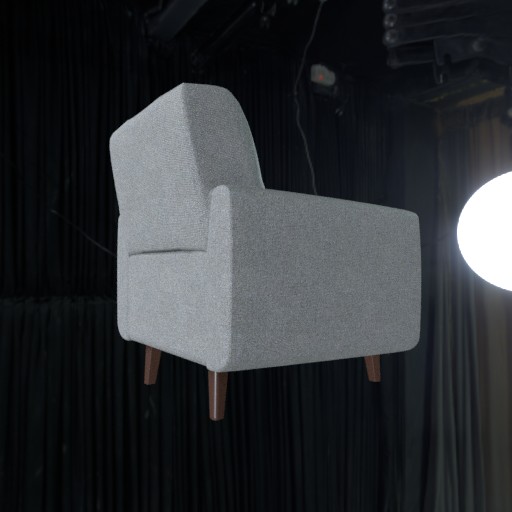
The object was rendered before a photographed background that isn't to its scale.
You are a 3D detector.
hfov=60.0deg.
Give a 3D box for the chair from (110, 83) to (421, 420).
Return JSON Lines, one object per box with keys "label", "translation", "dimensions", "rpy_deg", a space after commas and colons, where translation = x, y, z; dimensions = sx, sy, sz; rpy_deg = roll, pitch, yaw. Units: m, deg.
{"label": "chair", "translation": [0.000, 0.000, 1.695], "dimensions": [0.942, 0.968, 0.845], "rpy_deg": [1, -2, -37]}
